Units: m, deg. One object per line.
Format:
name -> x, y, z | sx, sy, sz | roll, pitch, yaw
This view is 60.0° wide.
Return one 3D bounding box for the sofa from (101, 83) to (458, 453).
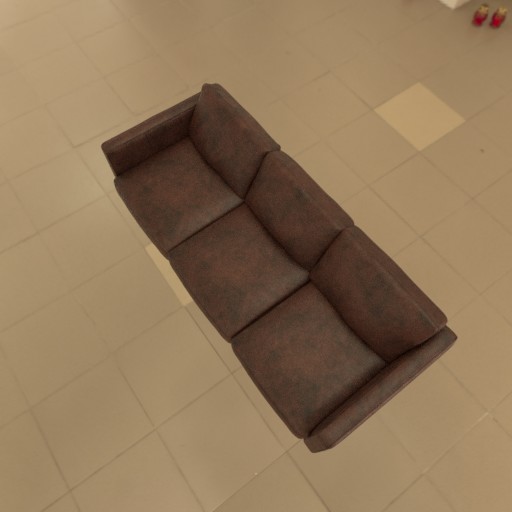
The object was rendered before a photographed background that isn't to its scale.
sofa -> 0.000, 0.000, 3.055 | 1.045, 1.006, 2.464 | -34, 69, -15
